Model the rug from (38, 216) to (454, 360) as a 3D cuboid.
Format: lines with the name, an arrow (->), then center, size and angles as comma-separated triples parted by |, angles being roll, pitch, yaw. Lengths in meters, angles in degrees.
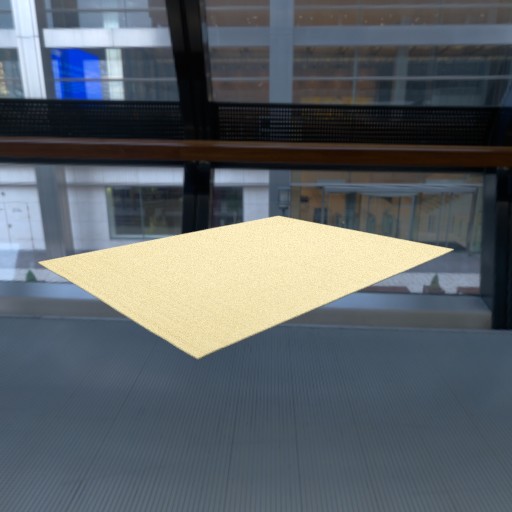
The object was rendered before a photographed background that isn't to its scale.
rug -> 0.000, 0.000, 4.276 | 3.204, 0.016, 2.452 | -15, 22, -41
